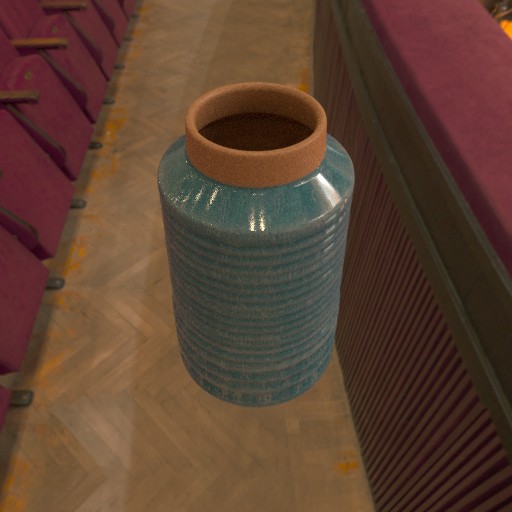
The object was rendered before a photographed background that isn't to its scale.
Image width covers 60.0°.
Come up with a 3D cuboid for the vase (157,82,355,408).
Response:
[{"bbox_3d":[0.000,0.000,0.381,0.163,0.267,0.163,0,47,0],"label":"vase"}]
